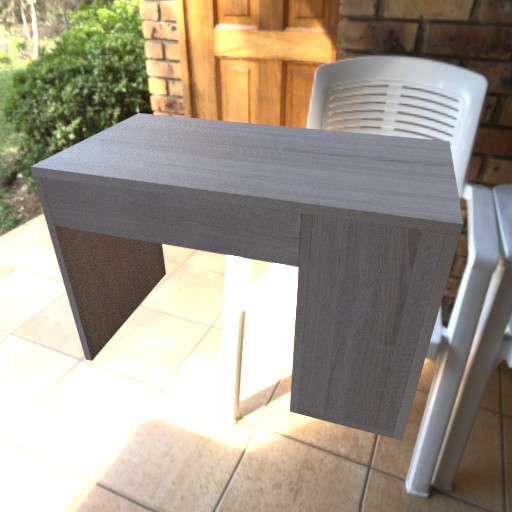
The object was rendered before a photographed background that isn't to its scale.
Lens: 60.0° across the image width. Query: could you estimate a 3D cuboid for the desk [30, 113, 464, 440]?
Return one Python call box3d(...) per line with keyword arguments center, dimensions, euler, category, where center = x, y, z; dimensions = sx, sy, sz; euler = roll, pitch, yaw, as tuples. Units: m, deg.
box3d(center=(0.000, 0.000, 1.505), dimensions=(1.100, 0.731, 0.600), euler=(10, 34, 15), category="desk")
